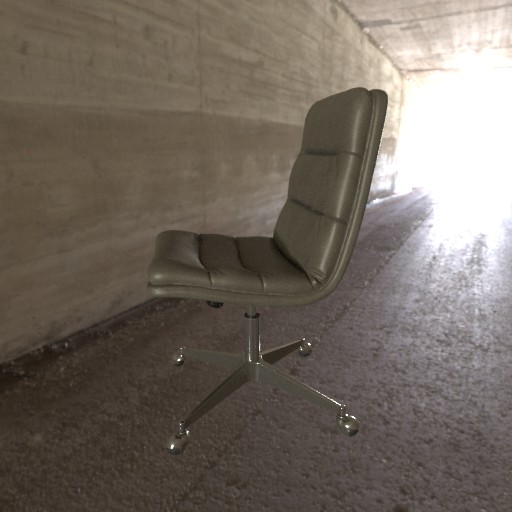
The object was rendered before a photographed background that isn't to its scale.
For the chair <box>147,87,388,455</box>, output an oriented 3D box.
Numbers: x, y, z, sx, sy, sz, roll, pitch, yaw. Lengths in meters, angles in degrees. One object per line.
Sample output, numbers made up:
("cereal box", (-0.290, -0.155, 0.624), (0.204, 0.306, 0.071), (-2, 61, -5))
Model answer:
("chair", (0.000, 0.000, 1.046), (0.485, 0.738, 0.422), (-2, 15, -9))
